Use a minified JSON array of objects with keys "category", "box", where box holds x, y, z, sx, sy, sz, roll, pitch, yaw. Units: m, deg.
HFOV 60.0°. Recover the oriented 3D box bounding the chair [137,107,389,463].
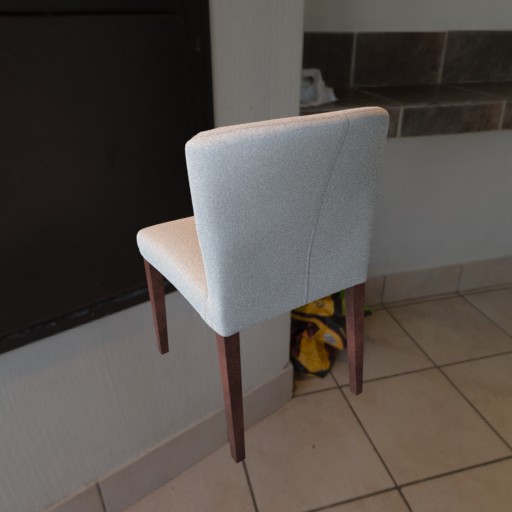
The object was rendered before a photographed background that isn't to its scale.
[{"category":"chair","box":[0.000,0.000,1.208,0.491,0.839,0.592,-17,32,-29]}]
